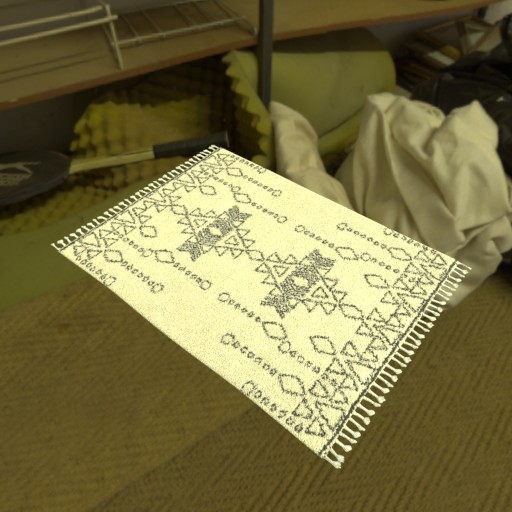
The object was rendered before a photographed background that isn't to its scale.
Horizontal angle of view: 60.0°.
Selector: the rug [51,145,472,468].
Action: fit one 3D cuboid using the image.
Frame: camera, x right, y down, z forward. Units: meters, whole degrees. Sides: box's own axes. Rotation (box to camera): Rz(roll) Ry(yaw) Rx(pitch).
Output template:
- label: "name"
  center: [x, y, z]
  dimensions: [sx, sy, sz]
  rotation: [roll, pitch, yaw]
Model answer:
- label: "rug"
  center: [0.000, 0.000, 3.871]
  dimensions: [3.027, 0.028, 2.125]
  rotation: [31, 54, 26]
